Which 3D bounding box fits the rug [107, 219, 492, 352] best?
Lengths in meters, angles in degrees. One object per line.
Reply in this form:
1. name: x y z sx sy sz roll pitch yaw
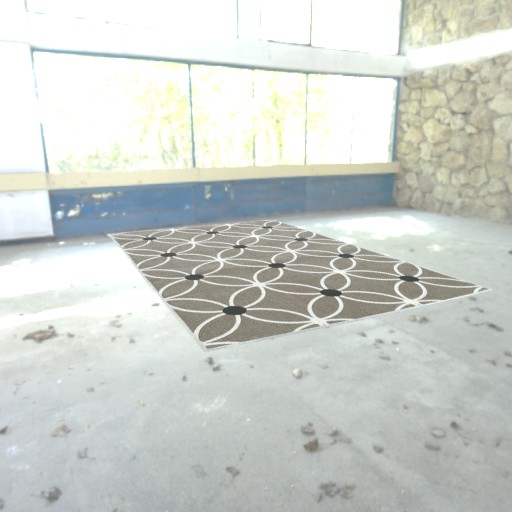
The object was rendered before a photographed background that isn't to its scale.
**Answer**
1. rug: 0.000 0.000 2.863 1.522 0.008 2.284 -7 16 -26
